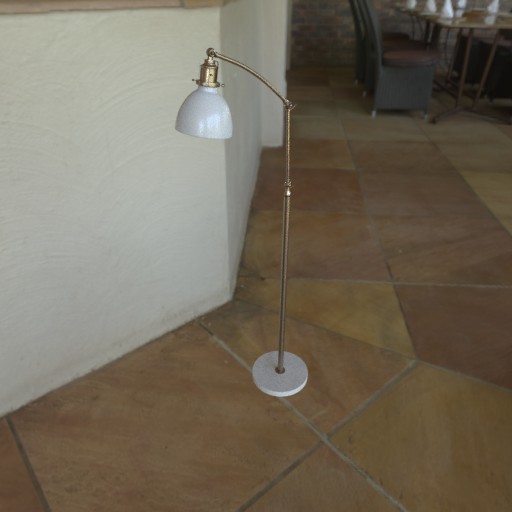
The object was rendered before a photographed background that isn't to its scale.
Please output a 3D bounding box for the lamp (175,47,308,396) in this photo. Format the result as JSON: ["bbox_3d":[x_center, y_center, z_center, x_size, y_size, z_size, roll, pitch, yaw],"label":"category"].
[{"bbox_3d":[0.000,0.000,1.823,0.599,1.586,0.288,-22,38,-31],"label":"lamp"}]
